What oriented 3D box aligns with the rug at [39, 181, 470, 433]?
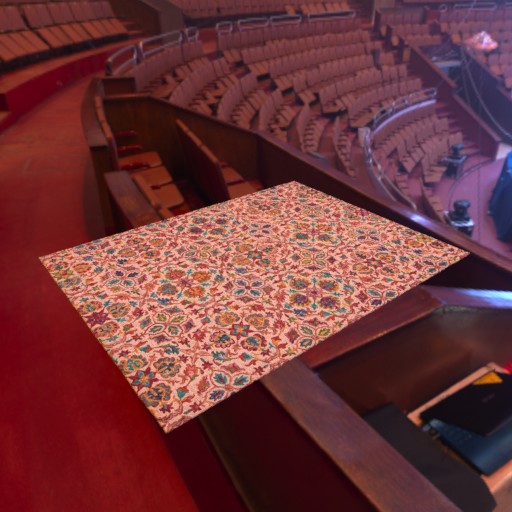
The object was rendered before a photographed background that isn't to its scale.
[{"bbox_3d":[0.000,0.000,4.142,3.215,0.020,2.446,-22,37,-33],"label":"rug"}]
